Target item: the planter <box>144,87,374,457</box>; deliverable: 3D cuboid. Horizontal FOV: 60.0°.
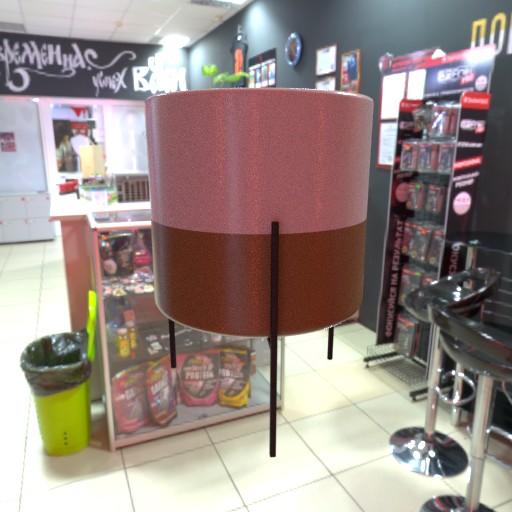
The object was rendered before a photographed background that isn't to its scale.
[{"bbox_3d":[0.000,0.000,0.648,0.310,0.432,0.310,2,15,9],"label":"planter"}]
